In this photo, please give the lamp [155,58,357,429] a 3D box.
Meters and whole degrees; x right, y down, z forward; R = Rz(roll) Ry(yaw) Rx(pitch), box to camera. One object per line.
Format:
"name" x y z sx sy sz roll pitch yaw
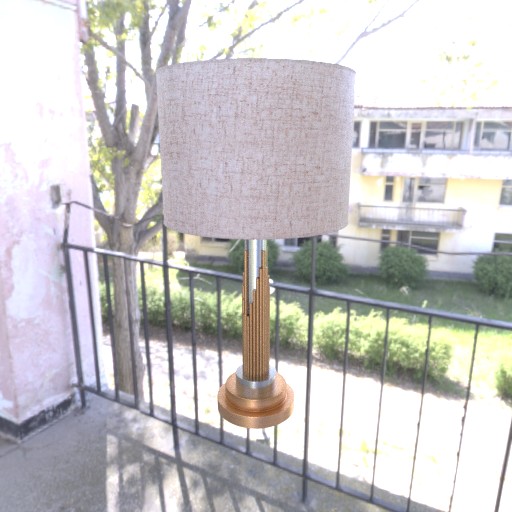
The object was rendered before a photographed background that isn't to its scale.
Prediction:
"lamp" 0.000 0.000 0.801 0.321 0.610 0.321 8 17 27
